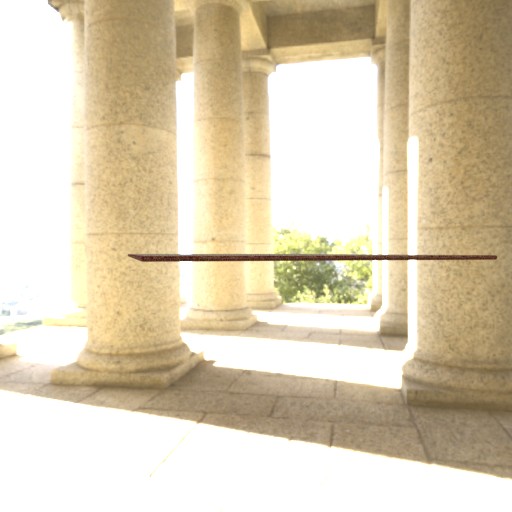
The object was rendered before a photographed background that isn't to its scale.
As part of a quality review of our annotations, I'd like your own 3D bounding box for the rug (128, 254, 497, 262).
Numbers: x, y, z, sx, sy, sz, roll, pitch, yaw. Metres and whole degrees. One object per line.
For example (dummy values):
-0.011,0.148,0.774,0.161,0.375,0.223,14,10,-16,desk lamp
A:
0.000,0.000,2.253,1.219,0.016,1.829,0,0,-17,rug
